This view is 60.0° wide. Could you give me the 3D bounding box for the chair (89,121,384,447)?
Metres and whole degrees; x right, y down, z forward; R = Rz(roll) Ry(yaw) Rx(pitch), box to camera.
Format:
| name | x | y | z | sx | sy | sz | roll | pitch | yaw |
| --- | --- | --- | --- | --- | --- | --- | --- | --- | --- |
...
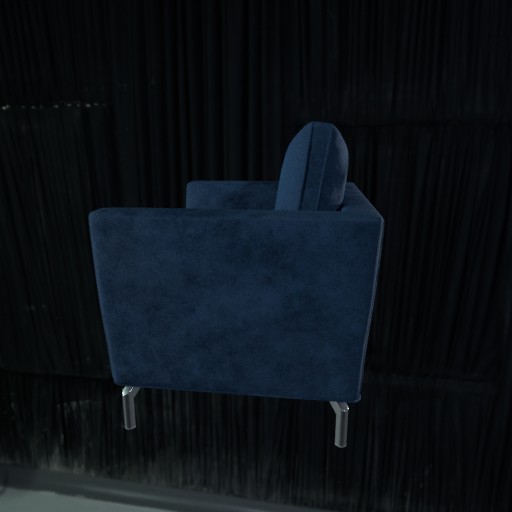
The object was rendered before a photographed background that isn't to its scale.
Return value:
| name | x | y | z | sx | sy | sz | roll | pitch | yaw |
| --- | --- | --- | --- | --- | --- | --- | --- | --- | --- |
| chair | 0.000 | 0.000 | 1.589 | 0.746 | 0.893 | 0.977 | 2 | 14 | 8 |
